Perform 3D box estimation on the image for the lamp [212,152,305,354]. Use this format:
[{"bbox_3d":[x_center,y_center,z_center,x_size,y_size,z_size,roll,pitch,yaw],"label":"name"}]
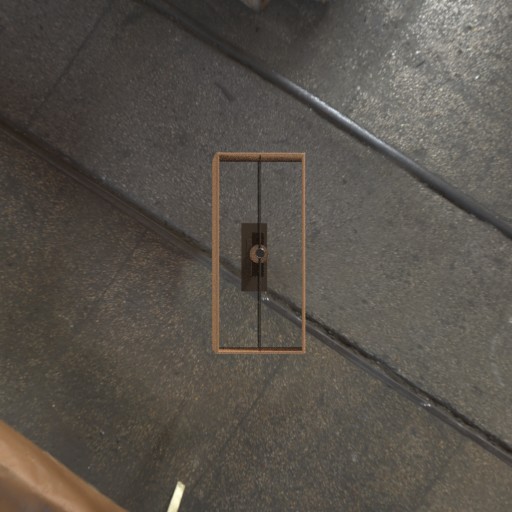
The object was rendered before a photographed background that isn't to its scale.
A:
[{"bbox_3d":[0.000,0.000,1.618,0.233,1.469,0.475,0,90,-1],"label":"lamp"}]
